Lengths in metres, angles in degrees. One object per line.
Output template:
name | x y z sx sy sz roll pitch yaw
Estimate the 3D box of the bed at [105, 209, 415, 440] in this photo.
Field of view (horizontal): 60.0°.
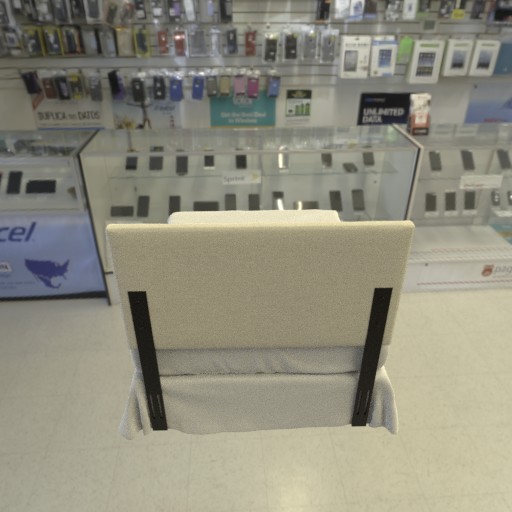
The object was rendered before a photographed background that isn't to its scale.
bed | 0.000 0.000 3.572 1.936 1.577 2.222 -1 31 -1
